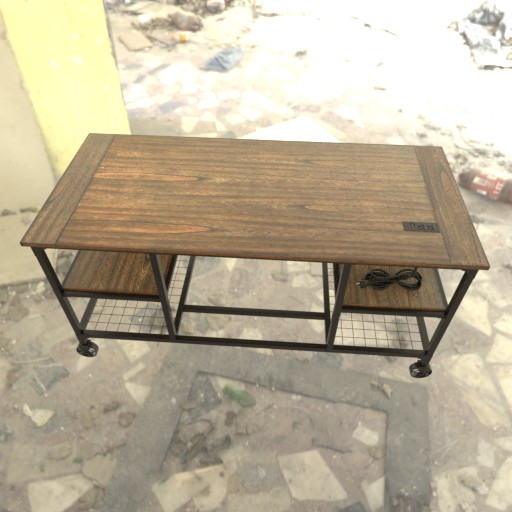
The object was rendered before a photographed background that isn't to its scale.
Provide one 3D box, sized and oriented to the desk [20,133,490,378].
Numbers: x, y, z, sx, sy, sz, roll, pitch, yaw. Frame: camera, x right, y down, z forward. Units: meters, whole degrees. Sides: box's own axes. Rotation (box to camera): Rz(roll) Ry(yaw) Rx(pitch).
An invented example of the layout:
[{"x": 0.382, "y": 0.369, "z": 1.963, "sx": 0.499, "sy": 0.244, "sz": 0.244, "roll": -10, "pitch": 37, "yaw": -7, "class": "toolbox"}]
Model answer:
[{"x": 0.000, "y": 0.000, "z": 1.978, "sx": 1.590, "sy": 0.751, "sz": 0.711, "roll": 3, "pitch": 46, "yaw": 3, "class": "desk"}]
